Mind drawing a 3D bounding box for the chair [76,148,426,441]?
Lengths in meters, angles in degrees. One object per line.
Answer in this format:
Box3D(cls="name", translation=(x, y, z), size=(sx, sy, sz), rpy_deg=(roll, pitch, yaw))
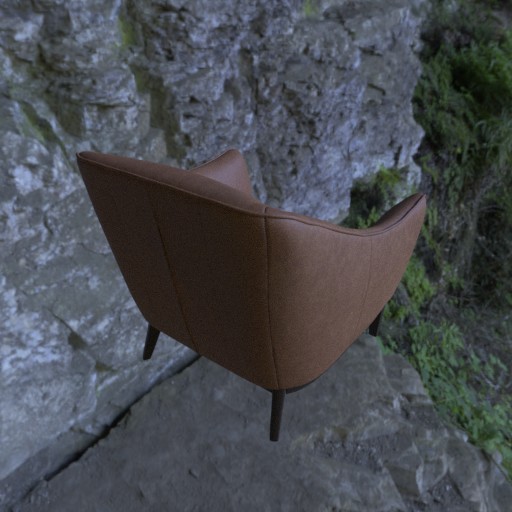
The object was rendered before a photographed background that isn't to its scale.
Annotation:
Box3D(cls="chair", translation=(0.000, 0.000, 1.528), size=(0.871, 0.830, 0.852), rpy_deg=(21, 37, 31))
